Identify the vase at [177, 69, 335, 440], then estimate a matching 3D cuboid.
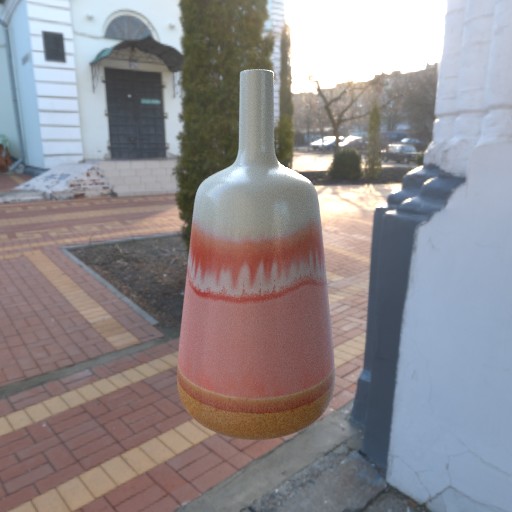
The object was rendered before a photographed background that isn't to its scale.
[{"bbox_3d":[0.000,0.000,0.383,0.144,0.296,0.144,0,15,0],"label":"vase"}]
